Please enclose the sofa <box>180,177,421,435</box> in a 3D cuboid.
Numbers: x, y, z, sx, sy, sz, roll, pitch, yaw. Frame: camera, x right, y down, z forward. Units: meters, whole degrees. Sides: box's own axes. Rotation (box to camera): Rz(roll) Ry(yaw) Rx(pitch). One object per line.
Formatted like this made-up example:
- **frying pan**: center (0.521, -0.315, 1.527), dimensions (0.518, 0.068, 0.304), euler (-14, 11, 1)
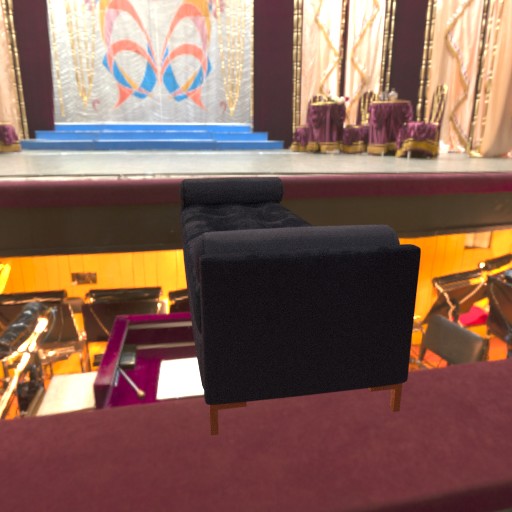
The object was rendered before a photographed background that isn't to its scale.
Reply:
- **sofa**: center (0.000, 0.000, 2.521), dimensions (0.796, 0.705, 2.102), euler (-3, 16, -11)
